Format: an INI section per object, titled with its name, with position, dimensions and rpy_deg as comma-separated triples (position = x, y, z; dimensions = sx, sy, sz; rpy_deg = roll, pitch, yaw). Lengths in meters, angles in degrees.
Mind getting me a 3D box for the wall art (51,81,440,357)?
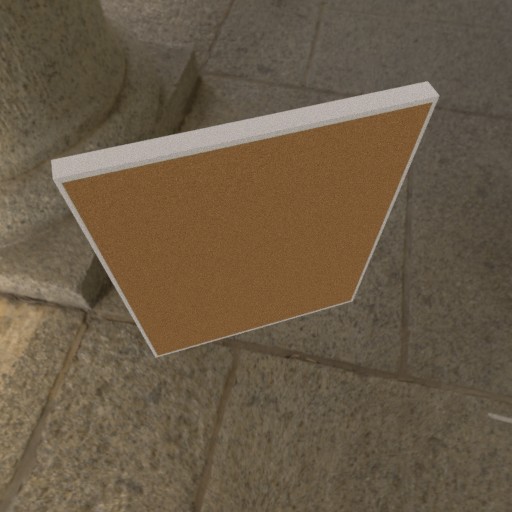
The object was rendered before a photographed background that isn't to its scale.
[wall art]
position = 0.000, 0.000, 0.727
dimensions = 0.443, 0.549, 0.030
rpy_deg = -15, 59, -9
